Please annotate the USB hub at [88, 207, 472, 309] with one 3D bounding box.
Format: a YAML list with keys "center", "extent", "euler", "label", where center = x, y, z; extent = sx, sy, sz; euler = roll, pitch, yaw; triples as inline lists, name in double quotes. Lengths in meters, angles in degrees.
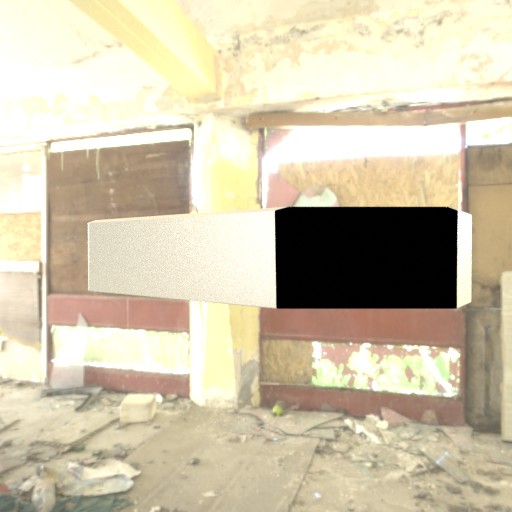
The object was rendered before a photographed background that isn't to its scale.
- center: [0.000, 0.000, 0.131]
  extent: [0.110, 0.023, 0.044]
  euler: [1, 1, 37]
  label: "USB hub"
